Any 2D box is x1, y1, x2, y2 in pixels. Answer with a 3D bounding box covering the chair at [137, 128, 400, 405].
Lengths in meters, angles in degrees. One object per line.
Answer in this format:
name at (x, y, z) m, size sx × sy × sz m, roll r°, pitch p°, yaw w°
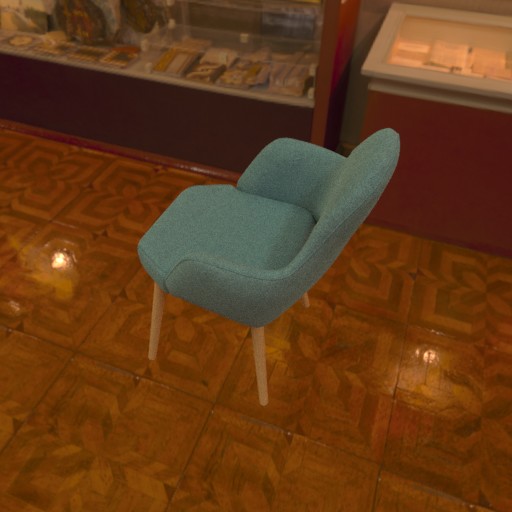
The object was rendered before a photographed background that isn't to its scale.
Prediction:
chair at (0.000, 0.000, 1.362) m, size 0.666 × 0.920 × 0.589 m, roll 17°, pitch 49°, yaw 16°
